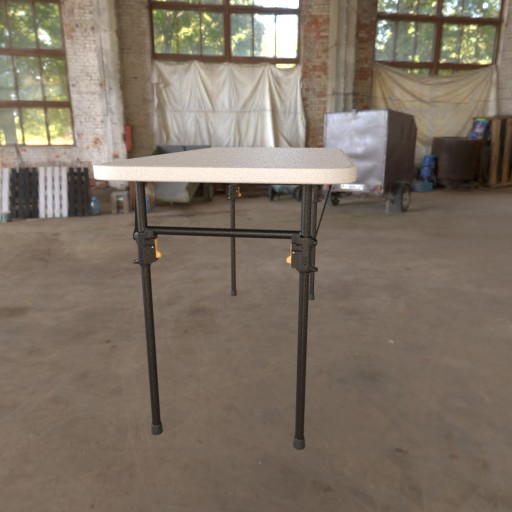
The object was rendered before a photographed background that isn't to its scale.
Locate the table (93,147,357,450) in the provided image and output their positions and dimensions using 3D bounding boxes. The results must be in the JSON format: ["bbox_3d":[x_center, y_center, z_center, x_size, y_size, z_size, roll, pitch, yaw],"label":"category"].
[{"bbox_3d":[0.000,0.000,1.616,0.610,0.729,1.219,2,16,8],"label":"table"}]
